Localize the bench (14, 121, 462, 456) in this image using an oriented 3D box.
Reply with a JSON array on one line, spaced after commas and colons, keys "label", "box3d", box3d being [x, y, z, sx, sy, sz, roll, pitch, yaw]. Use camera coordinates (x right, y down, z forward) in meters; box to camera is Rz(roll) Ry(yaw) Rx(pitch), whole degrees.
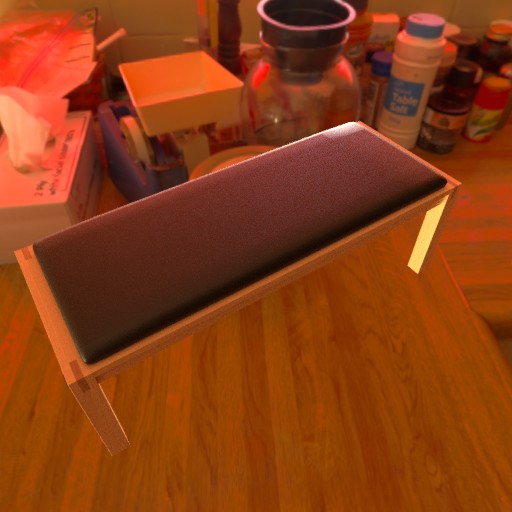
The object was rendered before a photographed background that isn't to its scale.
[{"label": "bench", "box3d": [0.000, 0.000, 1.362, 1.202, 0.430, 0.450, -26, 51, -23]}]
